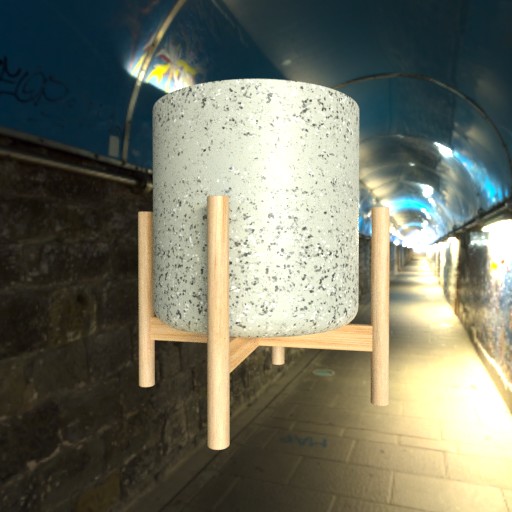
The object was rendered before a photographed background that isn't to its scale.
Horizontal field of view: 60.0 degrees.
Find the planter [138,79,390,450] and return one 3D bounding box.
[{"bbox_3d":[0.000,0.000,0.671,0.360,0.419,0.360,1,1,36],"label":"planter"}]
